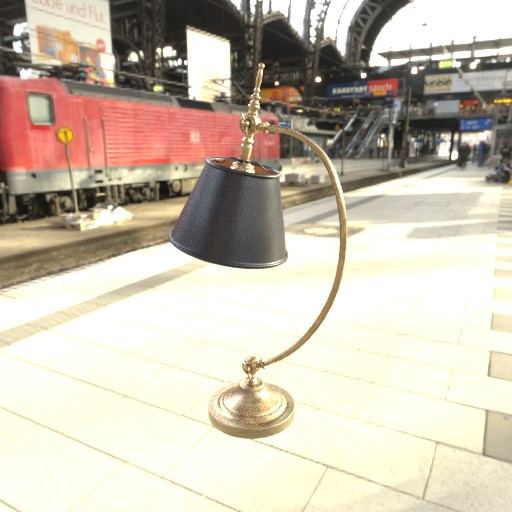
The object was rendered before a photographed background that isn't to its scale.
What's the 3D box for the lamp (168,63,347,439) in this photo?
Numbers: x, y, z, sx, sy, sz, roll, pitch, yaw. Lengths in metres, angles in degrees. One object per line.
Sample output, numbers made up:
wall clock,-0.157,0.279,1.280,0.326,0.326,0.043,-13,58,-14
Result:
lamp,0.000,0.000,0.837,0.344,0.675,0.235,7,15,26
